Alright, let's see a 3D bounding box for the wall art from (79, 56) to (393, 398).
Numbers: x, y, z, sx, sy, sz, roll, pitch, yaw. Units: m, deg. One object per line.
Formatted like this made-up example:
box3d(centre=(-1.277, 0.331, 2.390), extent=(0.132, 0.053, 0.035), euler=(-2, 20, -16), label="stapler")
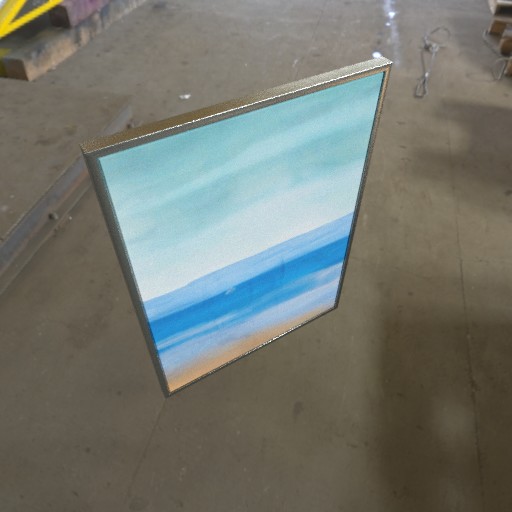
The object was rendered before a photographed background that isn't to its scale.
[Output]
box3d(centre=(0.000, 0.000, 1.404), extent=(0.803, 1.062, 0.041), euler=(-24, 51, -21), label="wall art")
